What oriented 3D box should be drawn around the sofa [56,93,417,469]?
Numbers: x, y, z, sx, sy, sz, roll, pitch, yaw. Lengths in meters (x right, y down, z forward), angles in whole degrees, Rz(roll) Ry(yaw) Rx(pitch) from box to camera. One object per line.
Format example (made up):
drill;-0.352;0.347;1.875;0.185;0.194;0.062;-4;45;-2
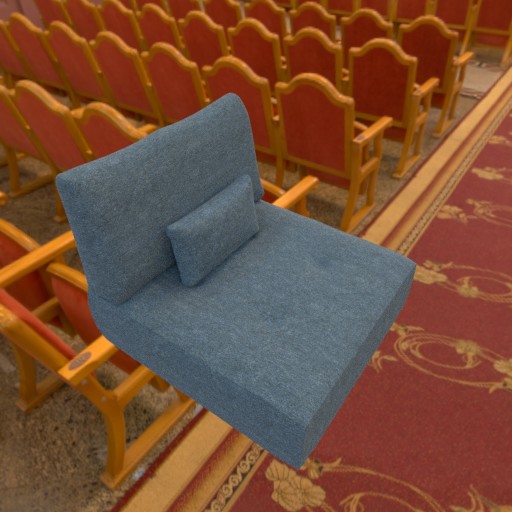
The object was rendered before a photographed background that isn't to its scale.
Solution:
sofa;0.000;0.000;1.709;1.000;0.820;0.930;25;46;26
